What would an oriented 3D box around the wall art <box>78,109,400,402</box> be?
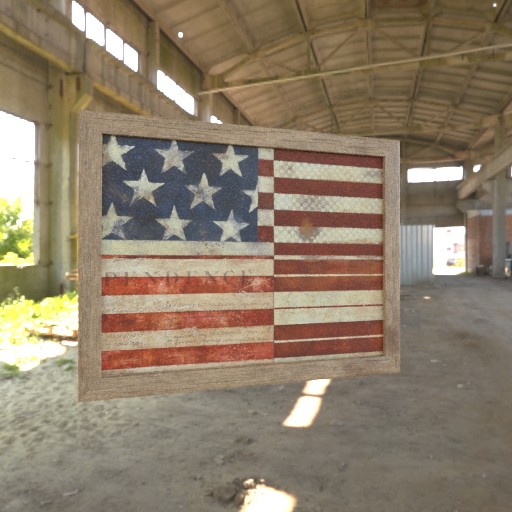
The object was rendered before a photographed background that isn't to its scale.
[{"bbox_3d":[0.000,0.000,0.926,0.690,0.535,0.026,0,0,-18],"label":"wall art"}]
